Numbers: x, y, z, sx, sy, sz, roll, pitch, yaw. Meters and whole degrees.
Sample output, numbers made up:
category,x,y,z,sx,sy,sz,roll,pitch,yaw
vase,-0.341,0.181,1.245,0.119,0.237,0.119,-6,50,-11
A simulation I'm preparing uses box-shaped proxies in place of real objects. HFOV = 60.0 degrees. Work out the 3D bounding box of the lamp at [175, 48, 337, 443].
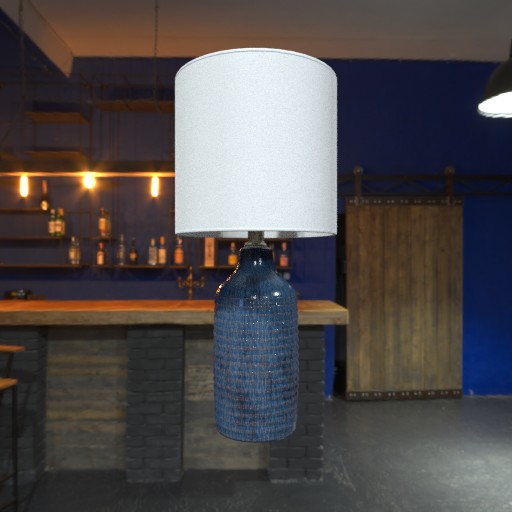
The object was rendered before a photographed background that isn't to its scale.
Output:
category,x,y,z,sx,sy,sz,roll,pitch,yaw
lamp,0.000,0.000,0.615,0.220,0.475,0.220,0,0,0
